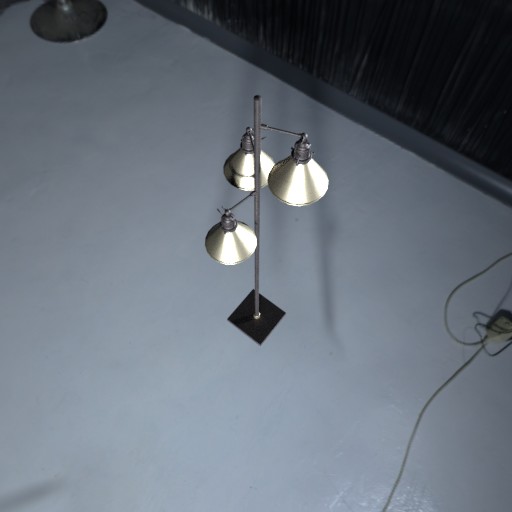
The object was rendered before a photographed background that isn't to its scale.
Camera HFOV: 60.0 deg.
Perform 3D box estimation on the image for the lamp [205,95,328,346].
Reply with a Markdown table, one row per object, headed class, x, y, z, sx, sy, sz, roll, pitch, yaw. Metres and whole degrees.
| class | x | y | z | sx | sy | sz | roll | pitch | yaw |
| --- | --- | --- | --- | --- | --- | --- | --- | --- | --- |
| lamp | 0.000 | 0.000 | 1.925 | 0.428 | 1.716 | 0.415 | 35 | 68 | 17 |
